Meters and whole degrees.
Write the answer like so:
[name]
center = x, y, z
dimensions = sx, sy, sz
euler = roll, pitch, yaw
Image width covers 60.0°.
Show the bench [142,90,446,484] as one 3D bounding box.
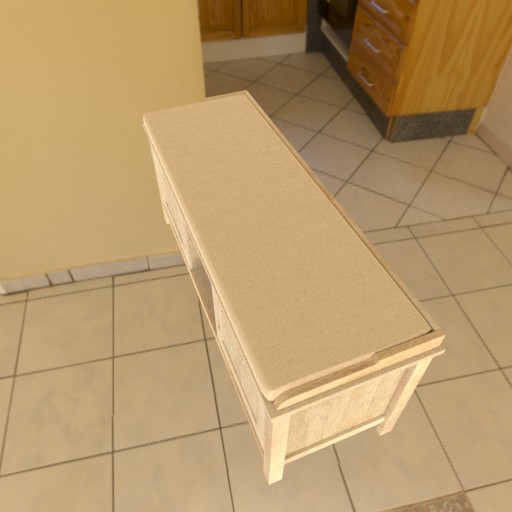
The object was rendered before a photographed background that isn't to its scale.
[bench]
center = 0.000, 0.000, 1.386
dimensions = 0.398, 0.501, 1.140
euler = -16, 49, -15
